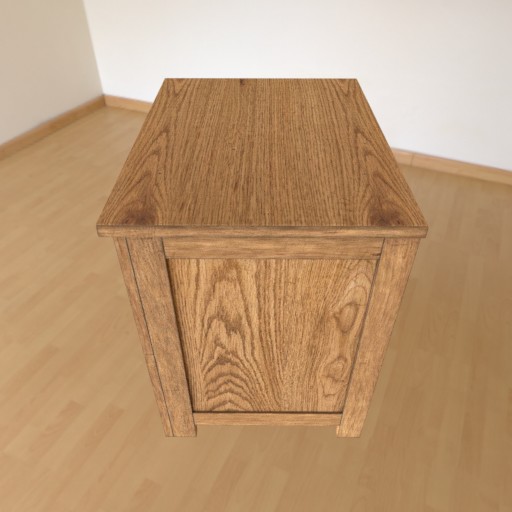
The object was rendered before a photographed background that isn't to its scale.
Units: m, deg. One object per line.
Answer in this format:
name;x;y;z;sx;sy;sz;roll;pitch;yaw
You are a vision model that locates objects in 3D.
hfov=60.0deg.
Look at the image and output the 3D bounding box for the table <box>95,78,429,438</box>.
table;0.000;0.000;1.052;0.494;0.625;0.601;0;40;0
